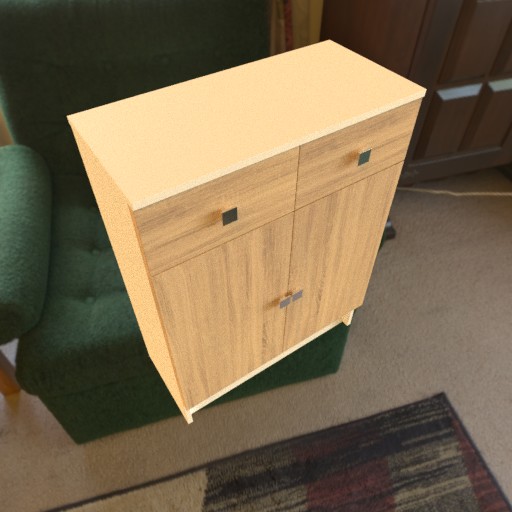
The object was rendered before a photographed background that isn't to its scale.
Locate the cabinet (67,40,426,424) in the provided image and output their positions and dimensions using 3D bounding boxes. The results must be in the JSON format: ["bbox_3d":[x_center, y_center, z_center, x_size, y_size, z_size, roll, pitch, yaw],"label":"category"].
[{"bbox_3d":[0.000,0.000,1.105,0.600,0.815,0.296,-26,52,-22],"label":"cabinet"}]
